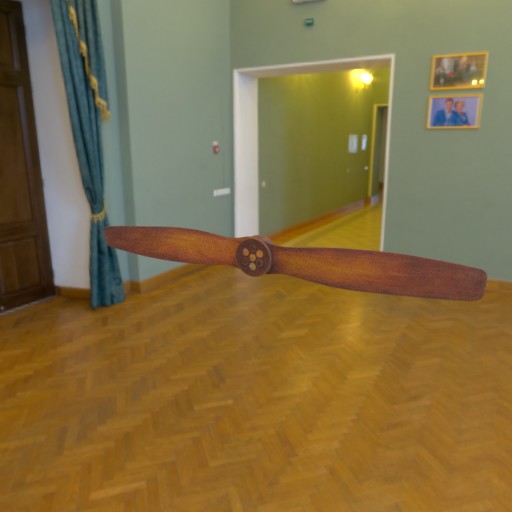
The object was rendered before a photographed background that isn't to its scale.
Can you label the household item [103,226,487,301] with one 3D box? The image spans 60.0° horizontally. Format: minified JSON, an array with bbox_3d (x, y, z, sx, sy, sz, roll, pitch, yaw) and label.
[{"bbox_3d":[0.000,0.000,1.272,1.181,0.121,0.051,7,16,26],"label":"household item"}]
